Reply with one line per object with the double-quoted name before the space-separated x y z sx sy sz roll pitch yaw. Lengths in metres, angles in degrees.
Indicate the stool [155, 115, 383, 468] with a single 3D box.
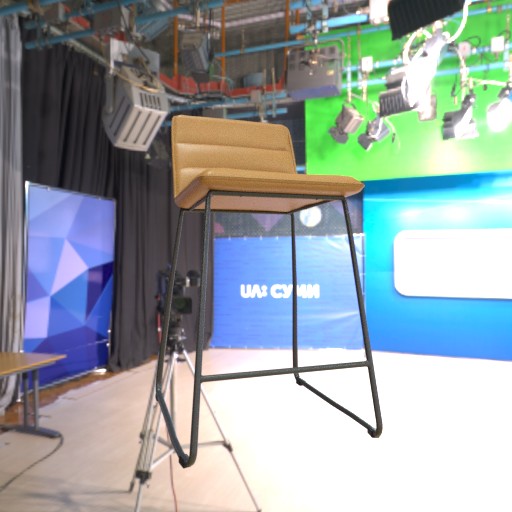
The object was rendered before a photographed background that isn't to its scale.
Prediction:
"stool" 0.000 0.000 1.198 0.489 0.866 0.524 0 1 -19
